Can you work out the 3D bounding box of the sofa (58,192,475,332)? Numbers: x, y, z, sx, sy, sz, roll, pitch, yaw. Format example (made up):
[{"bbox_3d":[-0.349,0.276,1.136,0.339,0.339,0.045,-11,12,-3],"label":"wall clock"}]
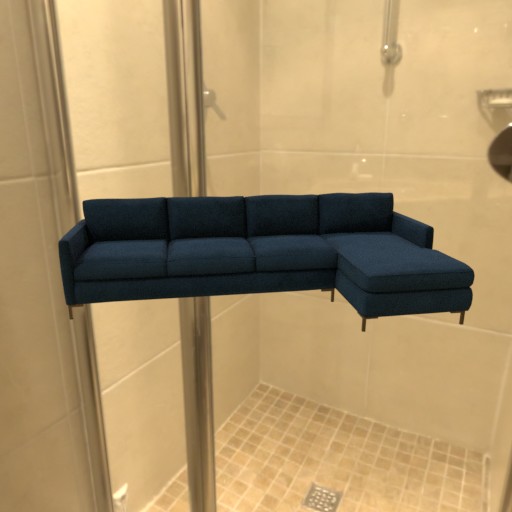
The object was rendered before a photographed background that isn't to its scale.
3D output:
[{"bbox_3d":[0.000,0.000,3.500,2.932,0.810,1.350,-3,17,-9],"label":"sofa"}]
